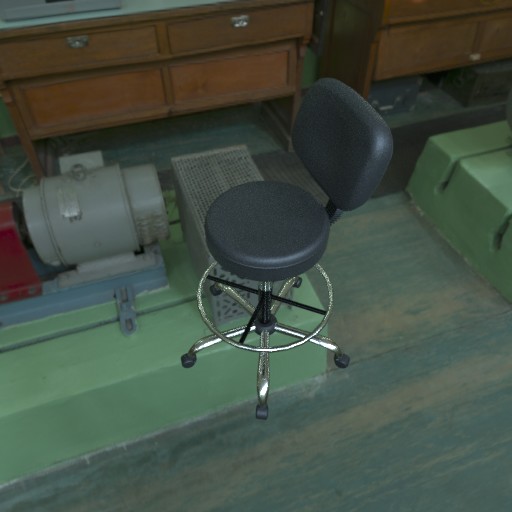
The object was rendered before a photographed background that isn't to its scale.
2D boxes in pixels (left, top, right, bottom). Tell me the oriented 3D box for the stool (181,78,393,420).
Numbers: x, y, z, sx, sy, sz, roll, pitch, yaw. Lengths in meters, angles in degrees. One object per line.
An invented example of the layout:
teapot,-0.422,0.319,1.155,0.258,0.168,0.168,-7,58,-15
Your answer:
stool,0.000,0.000,1.532,0.658,1.069,0.694,-16,48,-14
